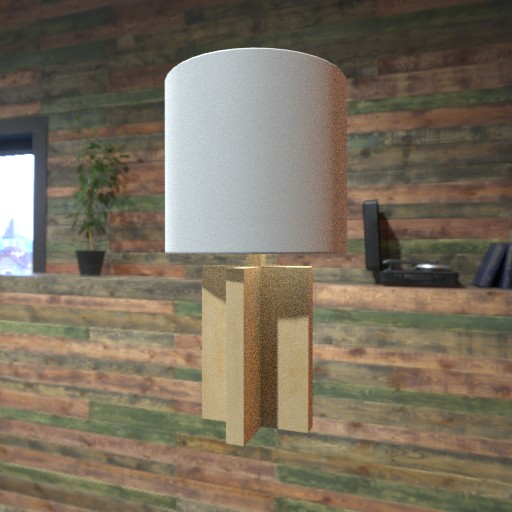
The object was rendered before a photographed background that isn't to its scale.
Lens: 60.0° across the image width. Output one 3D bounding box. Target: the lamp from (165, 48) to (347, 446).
[{"bbox_3d":[0.000,0.000,0.568,0.229,0.428,0.229,0,0,20],"label":"lamp"}]
